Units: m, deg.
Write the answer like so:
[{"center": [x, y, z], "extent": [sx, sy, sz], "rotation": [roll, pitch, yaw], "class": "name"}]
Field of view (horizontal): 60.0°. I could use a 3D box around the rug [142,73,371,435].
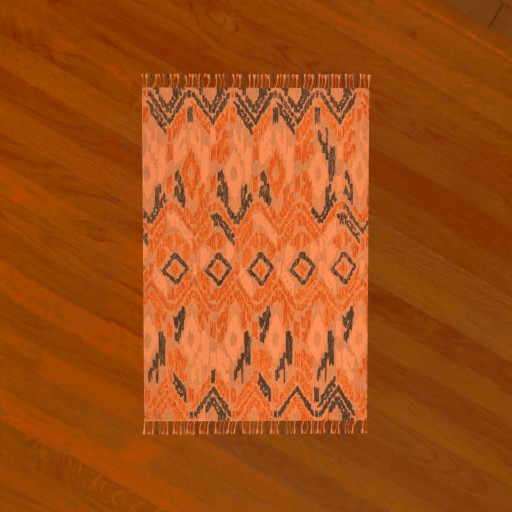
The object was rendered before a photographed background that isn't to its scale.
[{"center": [0.000, 0.000, 2.980], "extent": [1.533, 0.010, 2.428], "rotation": [0, 92, -1], "class": "rug"}]
